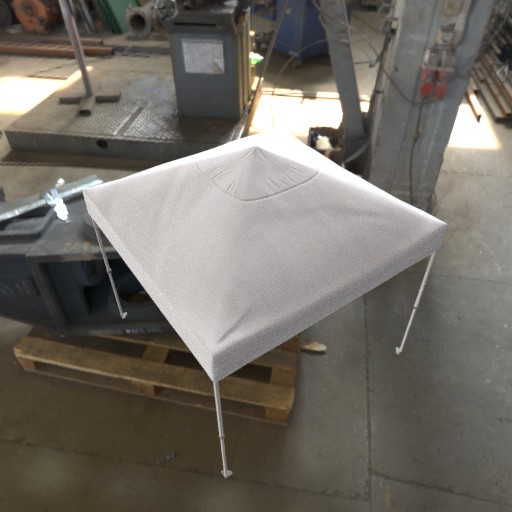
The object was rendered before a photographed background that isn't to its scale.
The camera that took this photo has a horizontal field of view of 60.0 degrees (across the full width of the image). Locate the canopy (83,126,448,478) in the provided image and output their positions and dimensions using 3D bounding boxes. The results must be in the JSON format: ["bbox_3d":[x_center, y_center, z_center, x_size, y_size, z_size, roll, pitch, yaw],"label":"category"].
[{"bbox_3d":[0.000,0.000,5.519,2.998,2.997,2.996,-25,47,-26],"label":"canopy"}]
